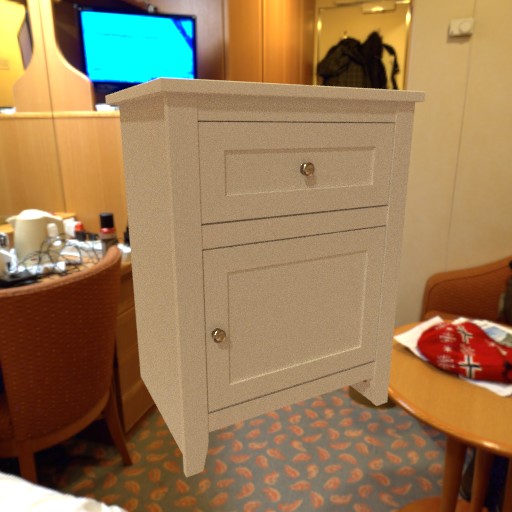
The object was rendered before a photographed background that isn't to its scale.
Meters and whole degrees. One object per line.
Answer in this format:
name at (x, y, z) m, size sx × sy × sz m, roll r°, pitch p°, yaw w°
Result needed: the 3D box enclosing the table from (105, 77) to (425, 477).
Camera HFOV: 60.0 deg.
table at (0.000, 0.000, 0.922) m, size 0.480 × 0.635 × 0.381 m, roll -8°, pitch 18°, yaw -27°
